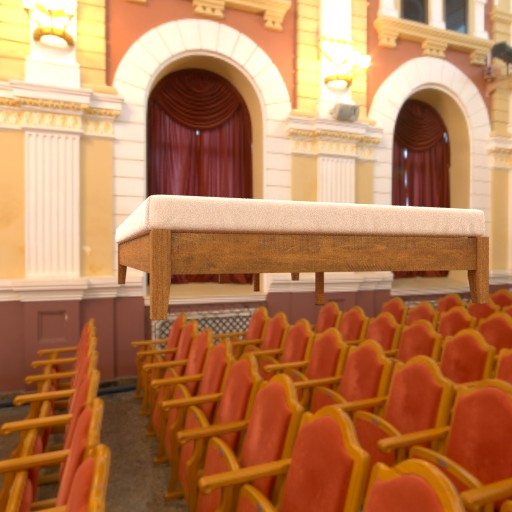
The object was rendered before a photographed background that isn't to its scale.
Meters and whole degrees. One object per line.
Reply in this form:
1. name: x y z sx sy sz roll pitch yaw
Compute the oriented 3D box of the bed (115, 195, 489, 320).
1. bed: 0.000 0.000 2.700 1.536 0.431 2.016 0 0 -20
